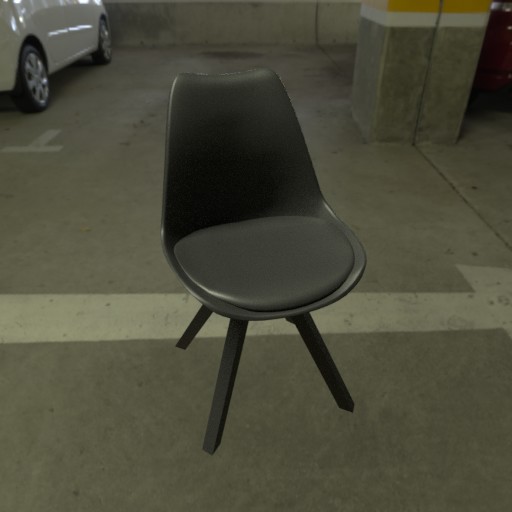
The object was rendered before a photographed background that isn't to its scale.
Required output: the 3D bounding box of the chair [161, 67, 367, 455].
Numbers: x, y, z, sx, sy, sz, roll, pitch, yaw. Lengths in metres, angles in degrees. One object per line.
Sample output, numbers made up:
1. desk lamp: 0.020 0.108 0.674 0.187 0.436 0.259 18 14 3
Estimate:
1. chair: 0.000 0.000 1.189 0.485 0.850 0.550 -10 34 -16
